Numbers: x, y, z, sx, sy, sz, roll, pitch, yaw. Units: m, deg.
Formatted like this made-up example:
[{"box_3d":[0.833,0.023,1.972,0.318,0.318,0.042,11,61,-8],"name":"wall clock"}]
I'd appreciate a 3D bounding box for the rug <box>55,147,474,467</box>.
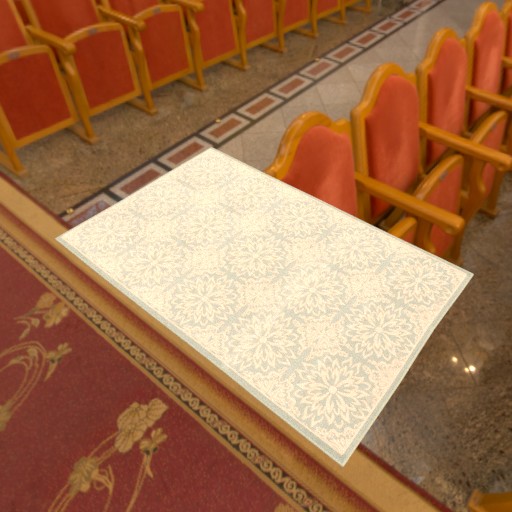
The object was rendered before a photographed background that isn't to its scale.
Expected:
[{"box_3d":[0.000,0.000,2.321,1.840,0.012,1.219,31,53,27],"name":"rug"}]
